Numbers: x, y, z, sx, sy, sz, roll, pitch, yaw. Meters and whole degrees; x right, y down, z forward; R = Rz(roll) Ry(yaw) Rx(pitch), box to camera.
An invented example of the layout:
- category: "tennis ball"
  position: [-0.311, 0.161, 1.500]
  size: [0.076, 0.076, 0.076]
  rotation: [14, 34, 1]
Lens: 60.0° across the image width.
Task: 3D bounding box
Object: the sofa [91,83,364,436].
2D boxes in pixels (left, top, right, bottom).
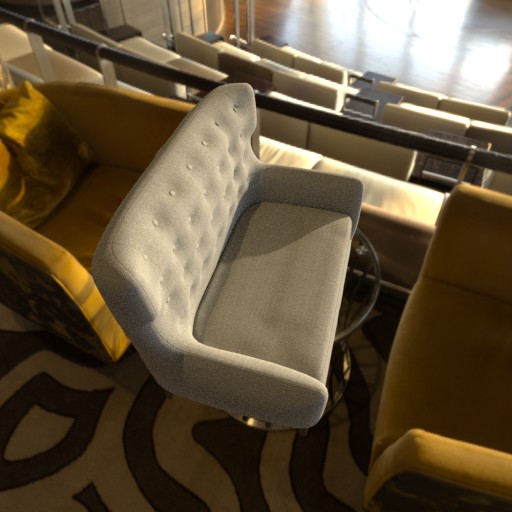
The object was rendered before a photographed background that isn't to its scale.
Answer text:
- category: "sofa"
  position: [0.000, 0.000, 2.089]
  size: [0.884, 1.028, 1.386]
  rotation: [11, 48, 11]
